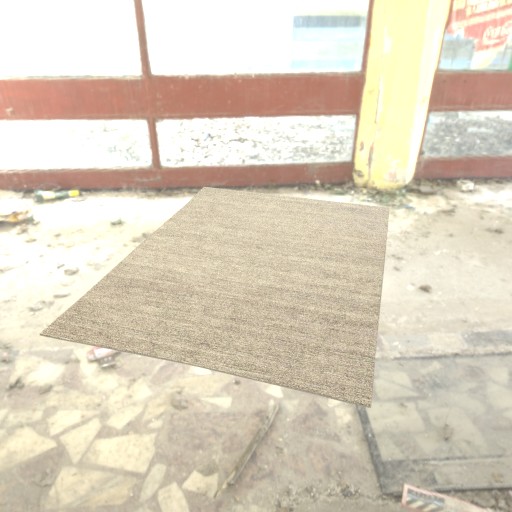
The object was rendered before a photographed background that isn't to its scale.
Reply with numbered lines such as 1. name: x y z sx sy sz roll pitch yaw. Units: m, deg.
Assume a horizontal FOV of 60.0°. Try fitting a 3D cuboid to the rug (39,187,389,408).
1. rug: 0.000 0.000 4.341 2.434 0.045 3.202 9 31 15
